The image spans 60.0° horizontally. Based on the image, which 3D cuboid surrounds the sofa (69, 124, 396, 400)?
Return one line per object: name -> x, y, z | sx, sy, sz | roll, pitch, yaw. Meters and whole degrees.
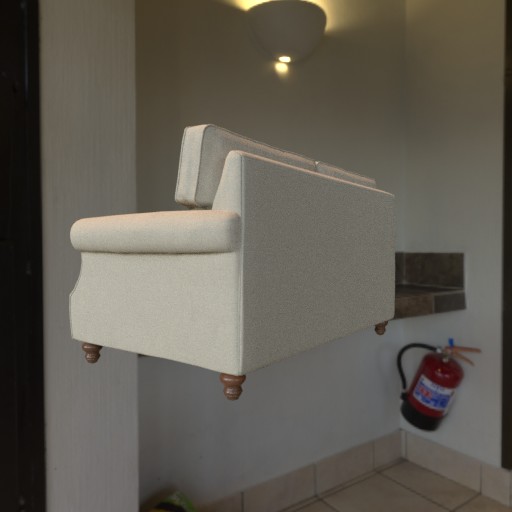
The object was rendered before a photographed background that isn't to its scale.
sofa -> 0.000, 0.000, 2.274 | 0.964, 0.937, 1.665 | 1, 1, 36
